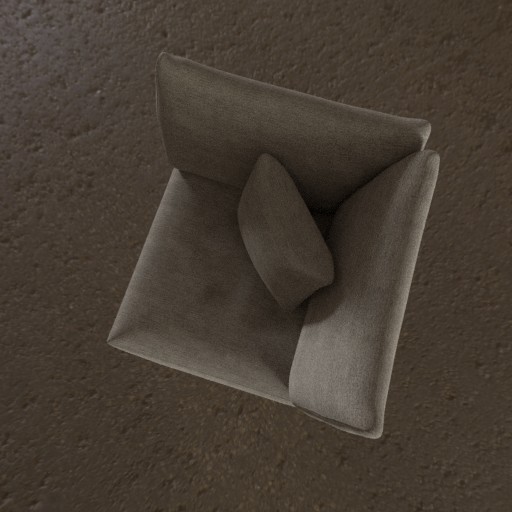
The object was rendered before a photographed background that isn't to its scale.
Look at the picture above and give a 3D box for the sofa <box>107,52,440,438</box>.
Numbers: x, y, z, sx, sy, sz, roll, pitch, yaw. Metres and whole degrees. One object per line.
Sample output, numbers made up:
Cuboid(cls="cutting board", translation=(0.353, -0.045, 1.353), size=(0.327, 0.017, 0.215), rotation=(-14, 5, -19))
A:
Cuboid(cls="sofa", translation=(0.000, 0.000, 1.704), size=(1.000, 0.820, 1.000), rotation=(17, 76, 4))
